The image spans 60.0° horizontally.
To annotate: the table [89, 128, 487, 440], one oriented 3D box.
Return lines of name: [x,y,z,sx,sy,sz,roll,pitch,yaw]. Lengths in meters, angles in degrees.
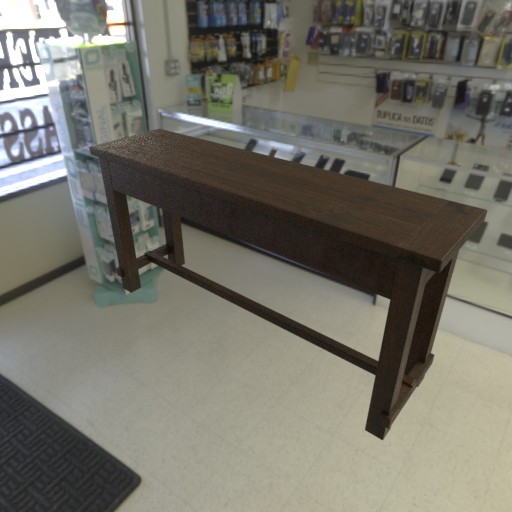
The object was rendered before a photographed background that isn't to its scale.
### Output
table: [0.000,0.000,1.915,1.599,0.762,0.442,22,37,33]
